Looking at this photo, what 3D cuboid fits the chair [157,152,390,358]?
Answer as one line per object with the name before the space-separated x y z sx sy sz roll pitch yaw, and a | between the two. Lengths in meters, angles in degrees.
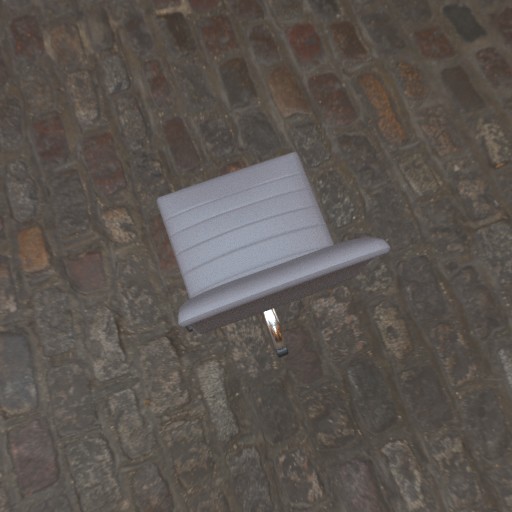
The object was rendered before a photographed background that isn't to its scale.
chair | 0.000 0.000 1.161 0.556 0.780 0.530 -19 77 -5
